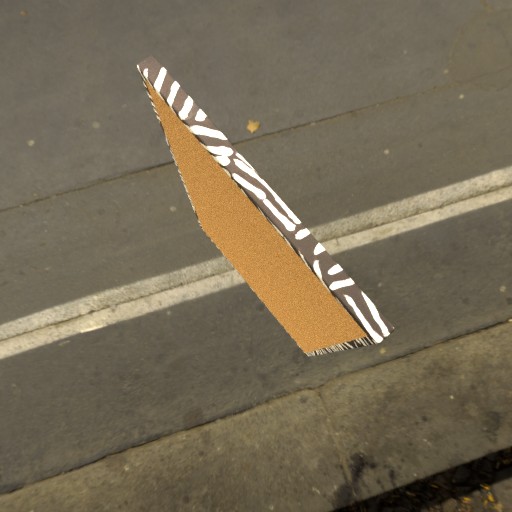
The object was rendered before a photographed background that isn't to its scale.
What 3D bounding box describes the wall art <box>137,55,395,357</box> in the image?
[{"bbox_3d":[0.000,0.000,1.158,0.035,0.918,0.615,-38,79,-9],"label":"wall art"}]
